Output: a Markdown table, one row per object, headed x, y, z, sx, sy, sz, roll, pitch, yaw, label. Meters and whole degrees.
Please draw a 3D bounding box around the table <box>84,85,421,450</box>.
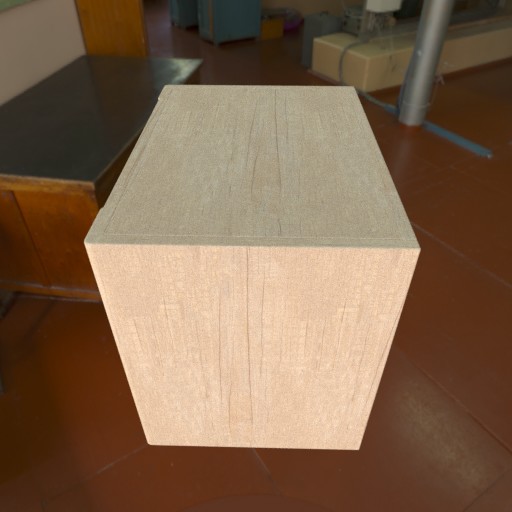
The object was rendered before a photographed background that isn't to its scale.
| x | y | z | sx | sy | sz | roll | pitch | yaw | label |
| --- | --- | --- | --- | --- | --- | --- | --- | --- | --- |
| 0.000 | 0.000 | 0.929 | 0.420 | 0.510 | 0.570 | 1 | 40 | 1 | table |
